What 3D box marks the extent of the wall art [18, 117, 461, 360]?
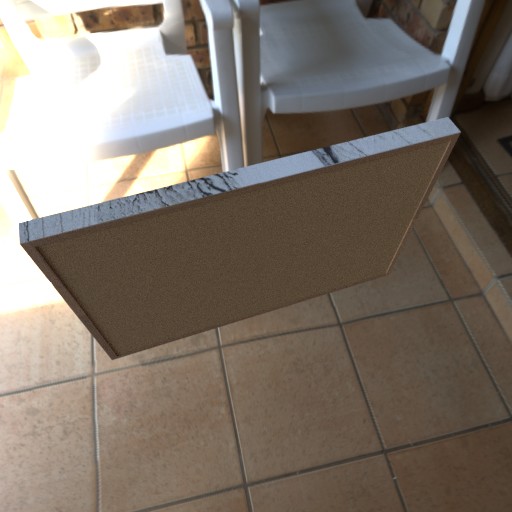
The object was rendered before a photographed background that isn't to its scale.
[{"bbox_3d":[0.000,0.000,0.766,0.613,0.407,0.035,-16,59,-10],"label":"wall art"}]
